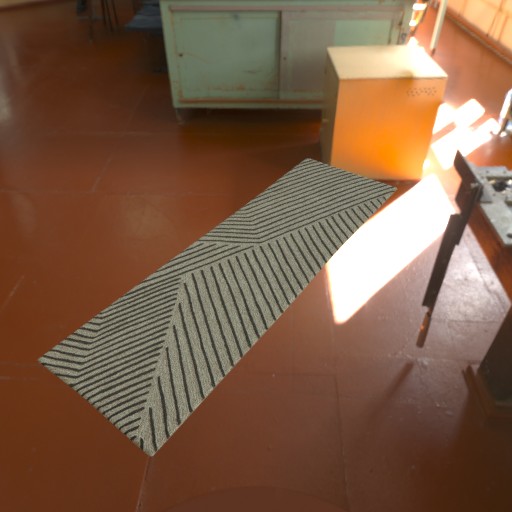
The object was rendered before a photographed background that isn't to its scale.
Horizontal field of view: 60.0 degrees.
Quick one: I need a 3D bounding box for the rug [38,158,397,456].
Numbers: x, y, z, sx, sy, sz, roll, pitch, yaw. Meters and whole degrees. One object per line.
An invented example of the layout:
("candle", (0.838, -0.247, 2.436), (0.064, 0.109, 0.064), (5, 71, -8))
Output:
("rug", (0.000, 0.000, 2.657), (0.773, 0.020, 2.439), (26, 47, 27))
